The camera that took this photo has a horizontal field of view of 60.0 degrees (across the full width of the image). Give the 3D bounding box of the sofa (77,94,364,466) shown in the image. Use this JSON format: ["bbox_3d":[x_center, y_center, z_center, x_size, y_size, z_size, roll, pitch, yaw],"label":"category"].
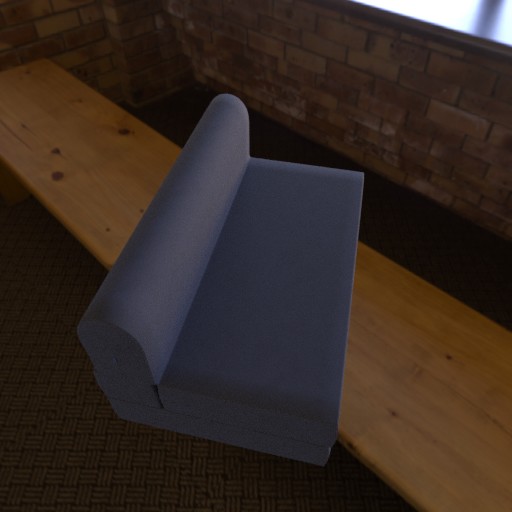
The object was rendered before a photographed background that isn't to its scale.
[{"bbox_3d":[0.000,0.000,1.705,0.762,0.660,1.219,10,48,9],"label":"sofa"}]
